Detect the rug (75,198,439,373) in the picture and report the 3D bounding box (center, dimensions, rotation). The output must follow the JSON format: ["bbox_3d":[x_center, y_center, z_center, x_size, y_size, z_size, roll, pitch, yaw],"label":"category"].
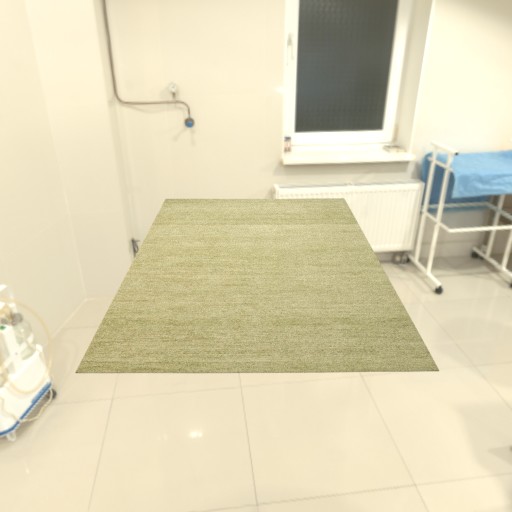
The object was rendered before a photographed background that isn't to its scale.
[{"bbox_3d":[0.000,0.000,2.963,1.606,0.017,2.270,0,27,0],"label":"rug"}]
